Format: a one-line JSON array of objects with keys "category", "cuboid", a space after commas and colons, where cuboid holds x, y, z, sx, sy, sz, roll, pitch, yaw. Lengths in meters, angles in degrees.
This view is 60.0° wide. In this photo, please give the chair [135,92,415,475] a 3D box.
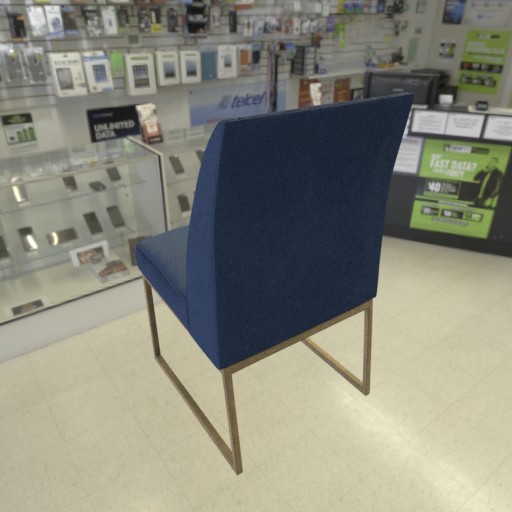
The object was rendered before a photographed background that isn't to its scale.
[{"category": "chair", "cuboid": [0.000, 0.000, 1.195, 0.508, 0.863, 0.522, -19, 34, -30]}]
